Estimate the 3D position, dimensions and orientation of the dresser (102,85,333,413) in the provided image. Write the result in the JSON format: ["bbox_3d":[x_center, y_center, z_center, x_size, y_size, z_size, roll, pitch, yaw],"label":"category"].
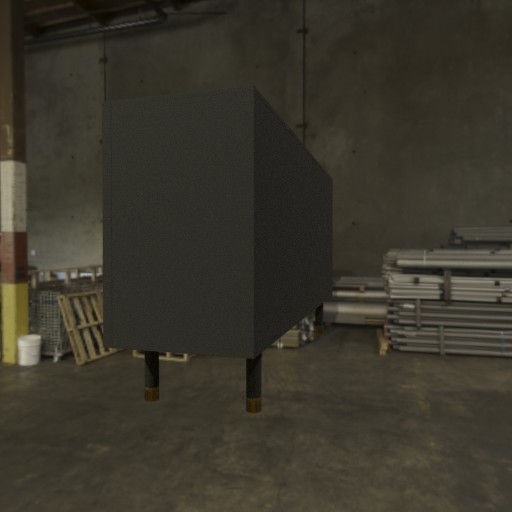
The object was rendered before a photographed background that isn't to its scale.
[{"bbox_3d":[0.000,0.000,1.914,0.463,0.872,1.558,0,1,17],"label":"dresser"}]
